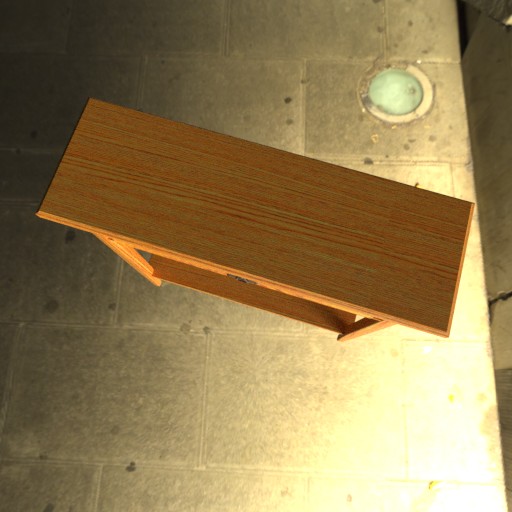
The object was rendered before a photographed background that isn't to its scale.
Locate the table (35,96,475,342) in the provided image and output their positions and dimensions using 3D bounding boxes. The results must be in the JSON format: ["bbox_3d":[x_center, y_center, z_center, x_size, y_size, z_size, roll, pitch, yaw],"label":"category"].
[{"bbox_3d":[0.000,0.000,1.146,0.762,0.711,0.254,16,76,4],"label":"table"}]
